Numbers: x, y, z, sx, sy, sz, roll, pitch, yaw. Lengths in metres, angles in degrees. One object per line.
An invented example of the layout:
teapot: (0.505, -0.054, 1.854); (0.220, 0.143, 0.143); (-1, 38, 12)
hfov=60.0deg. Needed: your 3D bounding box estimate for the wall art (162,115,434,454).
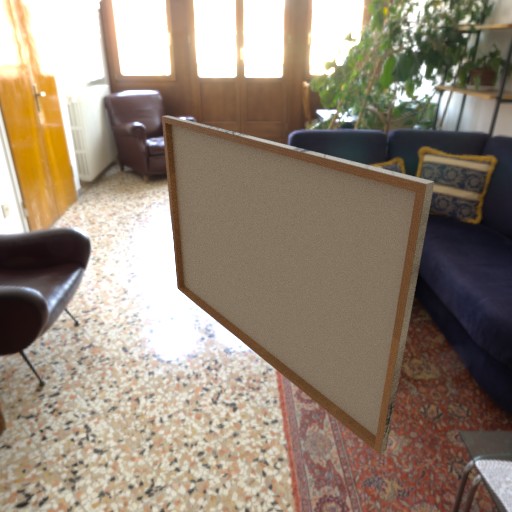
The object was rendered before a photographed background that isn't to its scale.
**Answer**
wall art: (0.000, 0.000, 1.166); (0.023, 0.607, 0.914); (-19, 31, -33)
